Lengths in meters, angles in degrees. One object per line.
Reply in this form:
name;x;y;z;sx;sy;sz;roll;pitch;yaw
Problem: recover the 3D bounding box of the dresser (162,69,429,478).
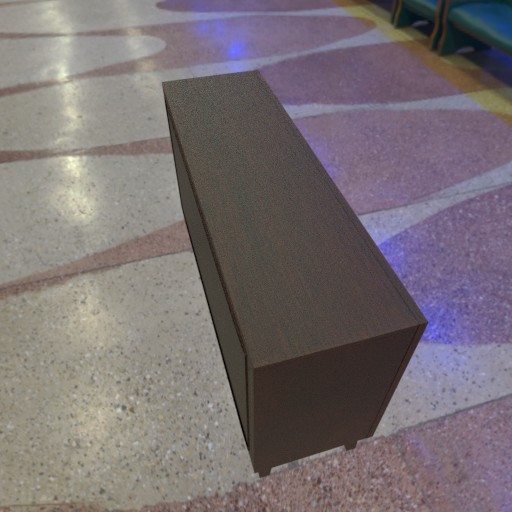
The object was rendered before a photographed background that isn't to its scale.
dresser;0.000;0.000;2.022;0.499;0.971;1.609;-12;48;-11
